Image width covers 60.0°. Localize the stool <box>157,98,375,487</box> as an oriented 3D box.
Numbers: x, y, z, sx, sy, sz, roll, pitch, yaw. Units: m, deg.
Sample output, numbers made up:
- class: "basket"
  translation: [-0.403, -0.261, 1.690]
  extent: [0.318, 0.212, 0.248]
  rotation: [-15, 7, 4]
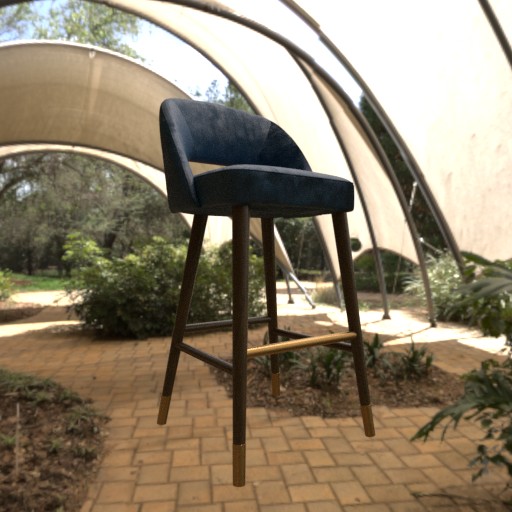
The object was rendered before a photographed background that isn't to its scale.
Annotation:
- class: "stool"
  translation: [0.000, 0.000, 1.310]
  extent: [0.514, 1.016, 0.515]
  rotation: [-1, 1, -36]
